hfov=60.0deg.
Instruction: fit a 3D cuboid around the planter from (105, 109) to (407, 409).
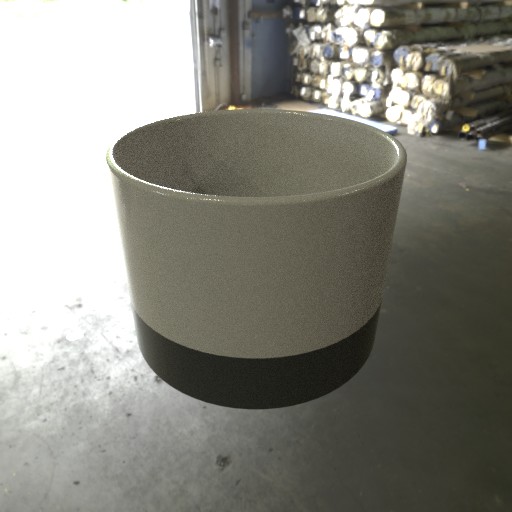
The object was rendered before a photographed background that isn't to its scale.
[{"bbox_3d":[0.000,0.000,0.339,0.193,0.177,0.193,0,31,0],"label":"planter"}]
